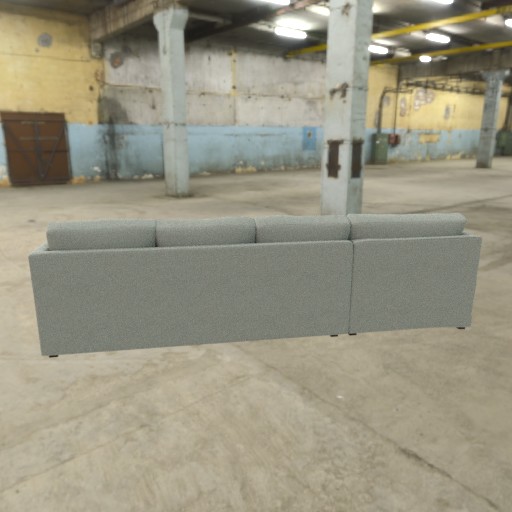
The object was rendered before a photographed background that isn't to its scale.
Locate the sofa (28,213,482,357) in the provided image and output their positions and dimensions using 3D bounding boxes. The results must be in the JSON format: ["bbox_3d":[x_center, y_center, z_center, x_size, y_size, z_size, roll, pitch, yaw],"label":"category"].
[{"bbox_3d":[0.000,0.000,3.883,3.205,0.922,1.650,-2,15,-9],"label":"sofa"}]
